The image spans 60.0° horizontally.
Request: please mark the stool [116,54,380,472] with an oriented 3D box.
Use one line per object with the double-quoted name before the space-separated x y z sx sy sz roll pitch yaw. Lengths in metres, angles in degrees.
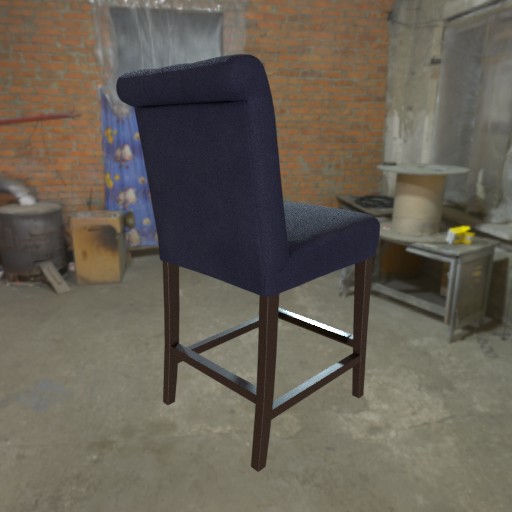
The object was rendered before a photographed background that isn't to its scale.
"stool" 0.000 0.000 1.314 0.493 1.010 0.601 15 22 43
